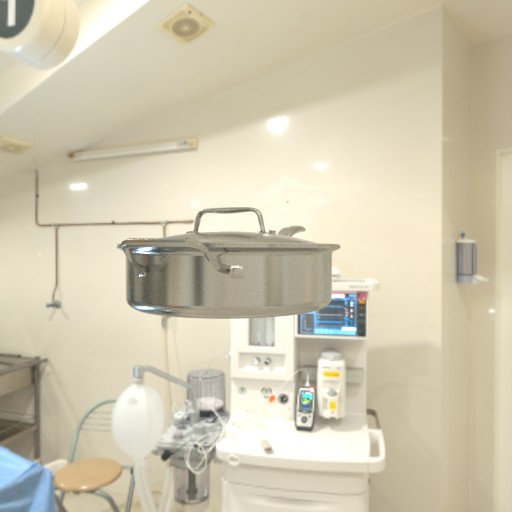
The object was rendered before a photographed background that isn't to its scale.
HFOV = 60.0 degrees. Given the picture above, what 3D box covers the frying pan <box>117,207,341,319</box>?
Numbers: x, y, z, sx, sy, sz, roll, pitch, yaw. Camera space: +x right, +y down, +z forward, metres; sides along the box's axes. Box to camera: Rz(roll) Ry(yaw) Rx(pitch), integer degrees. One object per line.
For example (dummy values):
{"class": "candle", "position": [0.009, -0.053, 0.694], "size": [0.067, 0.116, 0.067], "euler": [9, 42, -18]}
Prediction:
{"class": "frying pan", "position": [0.000, 0.000, 0.586], "size": [0.245, 0.111, 0.492], "euler": [0, 1, 19]}
